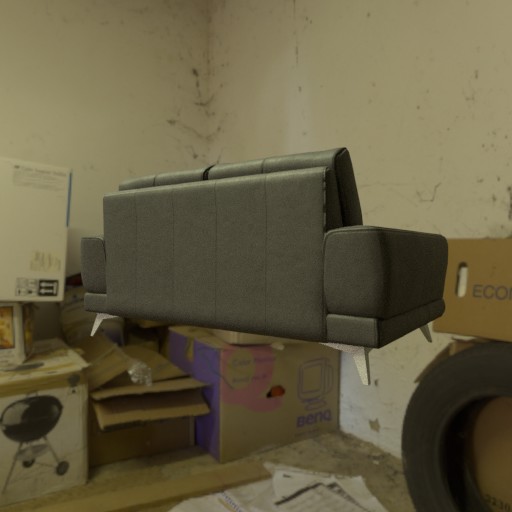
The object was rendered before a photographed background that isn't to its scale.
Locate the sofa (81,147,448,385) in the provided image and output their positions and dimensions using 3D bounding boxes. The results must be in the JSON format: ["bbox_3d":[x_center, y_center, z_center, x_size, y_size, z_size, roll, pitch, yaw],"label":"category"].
[{"bbox_3d":[0.000,0.000,2.426,1.806,0.907,1.018,0,1,35],"label":"sofa"}]
